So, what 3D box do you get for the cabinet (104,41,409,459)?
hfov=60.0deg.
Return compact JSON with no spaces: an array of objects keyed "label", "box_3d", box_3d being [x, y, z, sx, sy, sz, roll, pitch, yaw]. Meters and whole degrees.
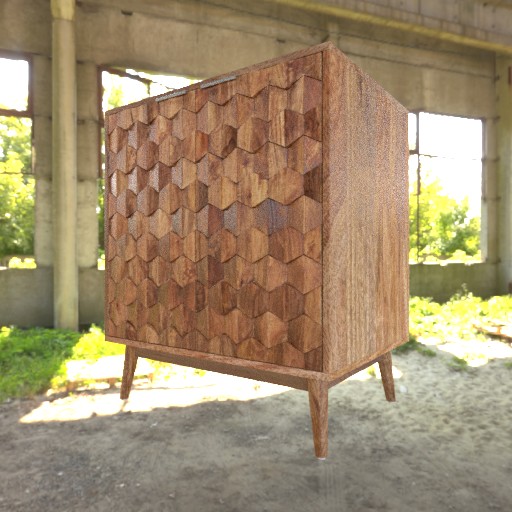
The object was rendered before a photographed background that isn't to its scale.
[{"label":"cabinet","box_3d":[0.000,0.000,1.155,0.647,0.758,0.473,0,0,36]}]
